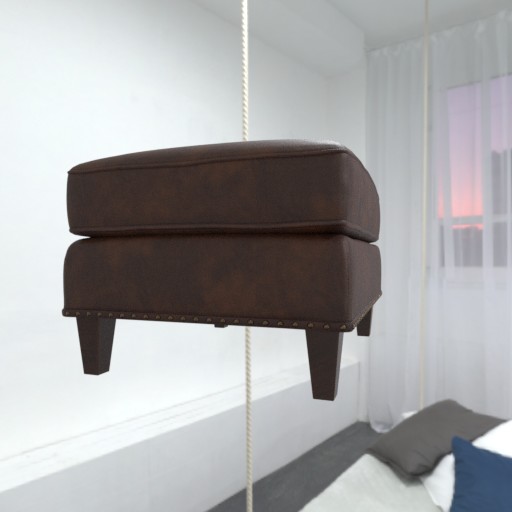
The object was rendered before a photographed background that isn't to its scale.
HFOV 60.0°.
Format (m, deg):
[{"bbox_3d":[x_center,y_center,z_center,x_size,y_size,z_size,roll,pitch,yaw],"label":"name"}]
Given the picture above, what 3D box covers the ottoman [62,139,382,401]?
[{"bbox_3d":[0.000,0.000,1.141,0.586,0.486,0.742,0,0,20],"label":"ottoman"}]
